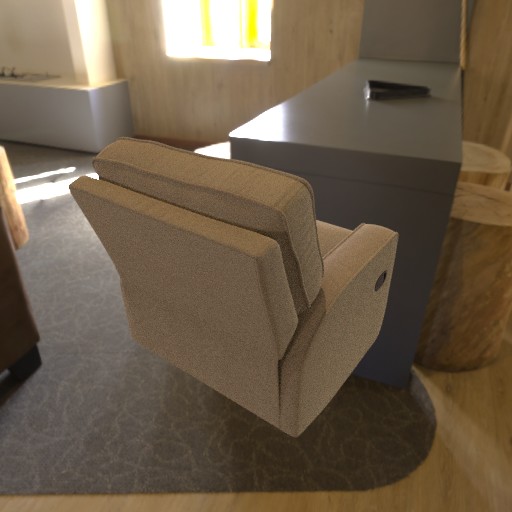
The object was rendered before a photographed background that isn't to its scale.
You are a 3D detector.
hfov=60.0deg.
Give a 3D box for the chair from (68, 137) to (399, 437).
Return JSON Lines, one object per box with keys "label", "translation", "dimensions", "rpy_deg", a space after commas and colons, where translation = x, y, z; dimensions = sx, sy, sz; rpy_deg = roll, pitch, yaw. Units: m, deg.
{"label": "chair", "translation": [0.000, 0.000, 1.690], "dimensions": [0.861, 0.964, 0.969], "rpy_deg": [21, 37, 31]}
